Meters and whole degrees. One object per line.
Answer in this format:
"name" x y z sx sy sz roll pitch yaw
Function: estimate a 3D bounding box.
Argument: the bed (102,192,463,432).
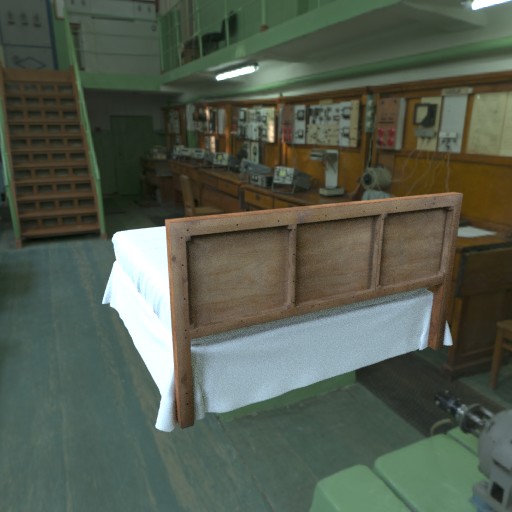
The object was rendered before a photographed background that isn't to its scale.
"bed" 0.000 0.000 3.587 2.255 1.158 2.165 -8 18 -26
